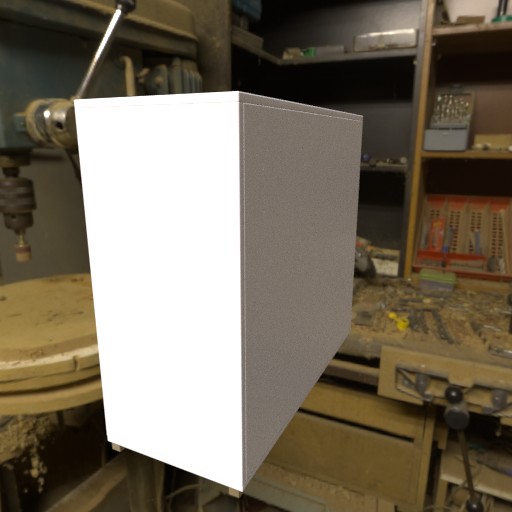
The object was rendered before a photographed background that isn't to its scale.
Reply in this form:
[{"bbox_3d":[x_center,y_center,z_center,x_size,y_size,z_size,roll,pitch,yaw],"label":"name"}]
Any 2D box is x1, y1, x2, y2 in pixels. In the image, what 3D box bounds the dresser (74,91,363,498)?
[{"bbox_3d":[0.000,0.000,1.596,0.460,1.000,1.100,7,16,25],"label":"dresser"}]
